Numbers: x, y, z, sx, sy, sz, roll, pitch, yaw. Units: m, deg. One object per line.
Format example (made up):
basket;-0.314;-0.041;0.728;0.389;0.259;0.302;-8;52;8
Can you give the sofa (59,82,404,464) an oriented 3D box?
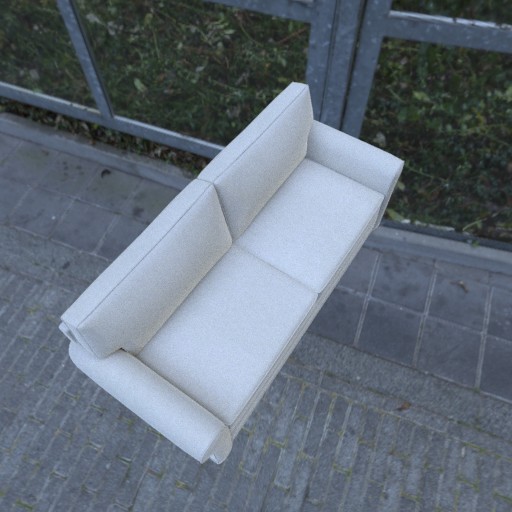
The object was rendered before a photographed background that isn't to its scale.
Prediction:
sofa;0.000;0.000;2.618;0.901;0.962;2.146;30;63;17
